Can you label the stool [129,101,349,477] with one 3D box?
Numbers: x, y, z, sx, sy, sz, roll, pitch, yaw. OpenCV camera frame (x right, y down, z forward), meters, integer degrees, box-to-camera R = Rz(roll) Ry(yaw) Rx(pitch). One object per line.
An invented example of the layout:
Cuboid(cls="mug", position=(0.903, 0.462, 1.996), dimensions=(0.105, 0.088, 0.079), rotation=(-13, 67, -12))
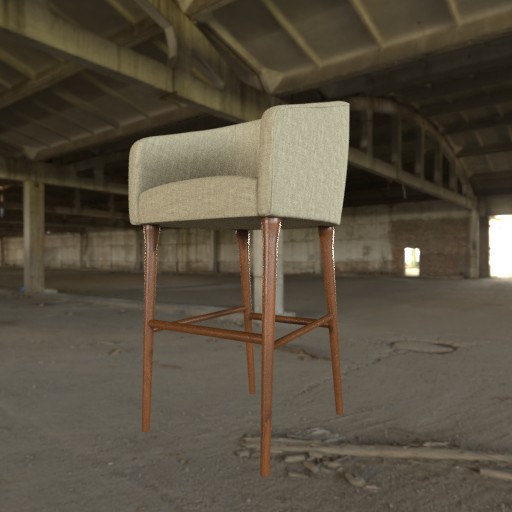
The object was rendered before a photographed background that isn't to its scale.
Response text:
Cuboid(cls="stool", position=(0.000, 0.000, 1.439), dimensions=(0.559, 1.078, 0.607), rotation=(0, 0, 37))
